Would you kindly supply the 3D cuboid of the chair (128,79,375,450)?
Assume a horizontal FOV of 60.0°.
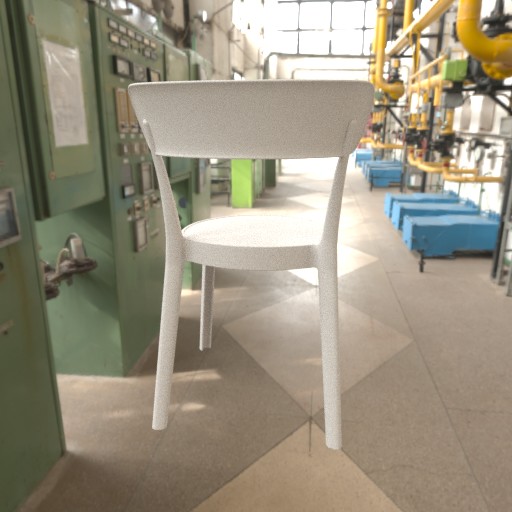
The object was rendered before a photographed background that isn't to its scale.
[{"bbox_3d":[0.000,0.000,1.115,0.506,0.790,0.491,3,17,9],"label":"chair"}]
